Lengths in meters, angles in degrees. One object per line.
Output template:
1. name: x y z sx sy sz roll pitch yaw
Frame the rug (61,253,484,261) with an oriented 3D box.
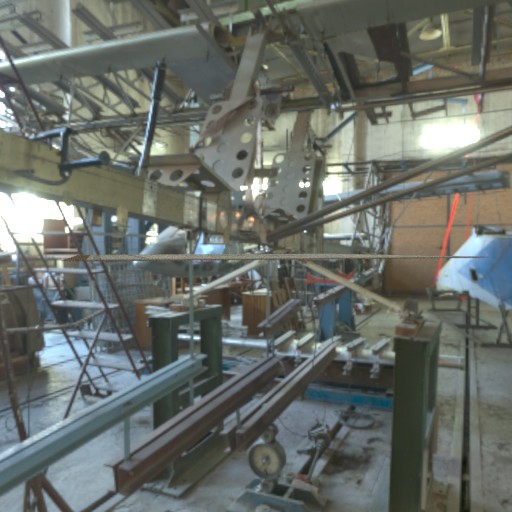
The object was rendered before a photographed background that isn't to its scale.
1. rug: 0.000 0.000 4.189 3.221 0.011 2.379 0 1 -20
